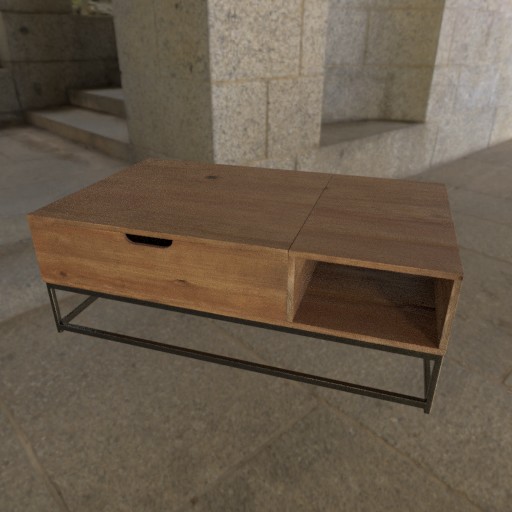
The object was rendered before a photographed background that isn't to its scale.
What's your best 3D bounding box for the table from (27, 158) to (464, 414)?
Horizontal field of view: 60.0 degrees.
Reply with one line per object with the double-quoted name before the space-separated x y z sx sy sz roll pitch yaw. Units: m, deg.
"table" 0.000 0.000 1.419 1.101 0.395 0.655 8 28 16
